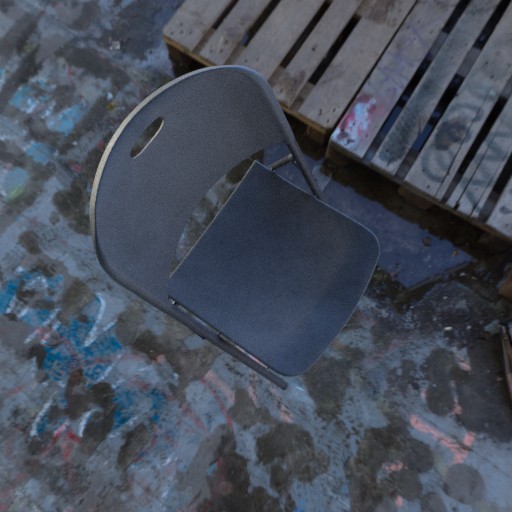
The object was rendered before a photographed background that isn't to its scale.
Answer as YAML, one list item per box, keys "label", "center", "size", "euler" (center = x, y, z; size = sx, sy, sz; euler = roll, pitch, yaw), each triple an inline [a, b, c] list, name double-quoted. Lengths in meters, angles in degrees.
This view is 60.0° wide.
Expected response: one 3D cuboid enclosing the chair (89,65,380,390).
- label: "chair"
  center: [0.000, 0.000, 1.141]
  size: [0.567, 0.810, 0.494]
  euler: [34, 79, 7]
